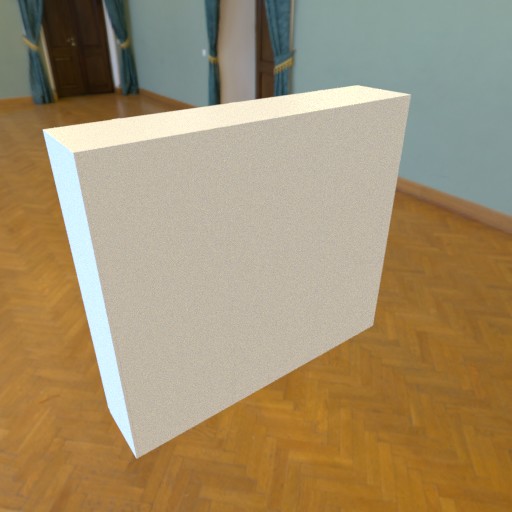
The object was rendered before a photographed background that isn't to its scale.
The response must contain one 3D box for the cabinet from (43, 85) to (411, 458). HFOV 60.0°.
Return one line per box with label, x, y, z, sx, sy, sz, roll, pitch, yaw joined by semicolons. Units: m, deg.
cabinet;0.000;0.000;3.693;2.700;2.370;0.590;-20;35;-31
